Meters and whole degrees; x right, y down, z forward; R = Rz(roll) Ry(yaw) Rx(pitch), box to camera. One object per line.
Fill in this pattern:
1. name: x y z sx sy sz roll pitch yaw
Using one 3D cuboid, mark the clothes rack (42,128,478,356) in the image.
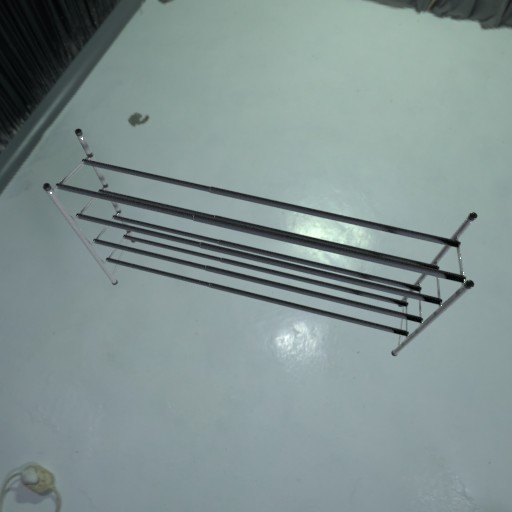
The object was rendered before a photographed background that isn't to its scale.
1. clothes rack: 0.000 0.000 1.500 1.168 0.672 0.229 13 64 7
